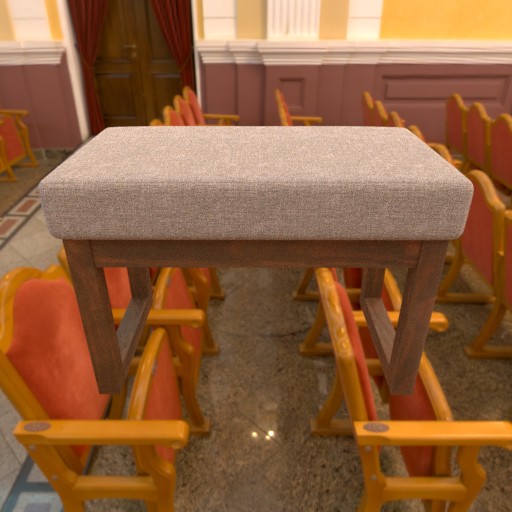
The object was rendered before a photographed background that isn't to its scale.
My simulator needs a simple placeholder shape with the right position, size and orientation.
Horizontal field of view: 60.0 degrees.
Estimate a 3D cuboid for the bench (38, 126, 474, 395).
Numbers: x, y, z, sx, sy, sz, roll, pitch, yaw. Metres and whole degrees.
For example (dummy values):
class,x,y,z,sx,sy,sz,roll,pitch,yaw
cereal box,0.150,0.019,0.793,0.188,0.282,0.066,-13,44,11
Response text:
class,x,y,z,sx,sy,sz,roll,pitch,yaw
bench,0.000,0.000,0.940,0.681,0.467,0.366,0,29,0
